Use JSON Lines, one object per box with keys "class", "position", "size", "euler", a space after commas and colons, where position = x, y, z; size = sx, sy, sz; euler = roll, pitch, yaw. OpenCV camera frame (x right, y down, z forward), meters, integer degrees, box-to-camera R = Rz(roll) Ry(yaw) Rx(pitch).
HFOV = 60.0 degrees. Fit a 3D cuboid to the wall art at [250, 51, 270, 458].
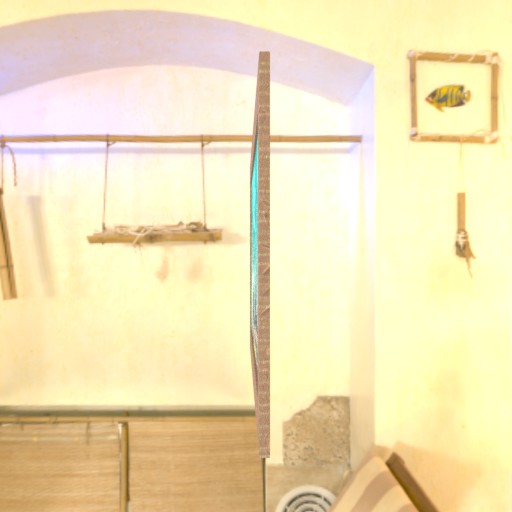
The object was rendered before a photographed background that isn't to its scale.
{"class": "wall art", "position": [0.000, 0.000, 1.354], "size": [0.020, 0.761, 1.056], "euler": [0, 0, -2]}
